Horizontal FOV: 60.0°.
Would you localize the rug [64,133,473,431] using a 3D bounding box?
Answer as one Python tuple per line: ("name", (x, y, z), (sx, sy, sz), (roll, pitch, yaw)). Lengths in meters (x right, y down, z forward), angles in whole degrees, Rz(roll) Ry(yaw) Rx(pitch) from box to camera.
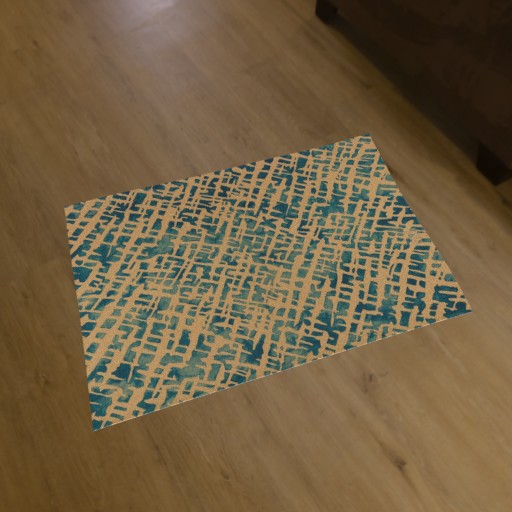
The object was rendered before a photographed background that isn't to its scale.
("rug", (0.000, 0.000, 2.291), (1.830, 0.011, 1.209), (-15, 63, -8))
